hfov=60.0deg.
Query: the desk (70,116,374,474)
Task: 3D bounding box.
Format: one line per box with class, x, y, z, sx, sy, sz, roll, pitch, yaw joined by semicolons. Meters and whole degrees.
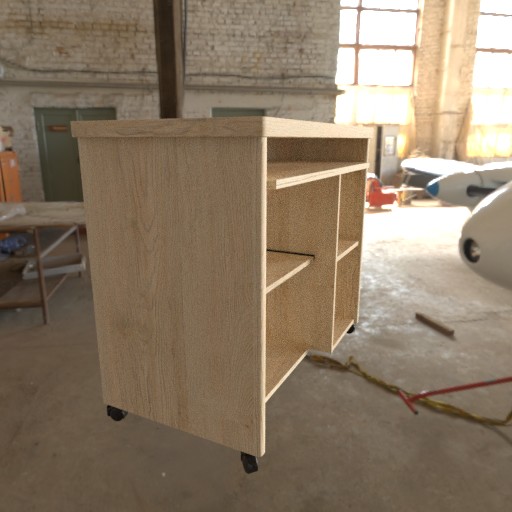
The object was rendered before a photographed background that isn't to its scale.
desk;0.000;0.000;1.361;0.480;0.770;0.885;7;16;26
